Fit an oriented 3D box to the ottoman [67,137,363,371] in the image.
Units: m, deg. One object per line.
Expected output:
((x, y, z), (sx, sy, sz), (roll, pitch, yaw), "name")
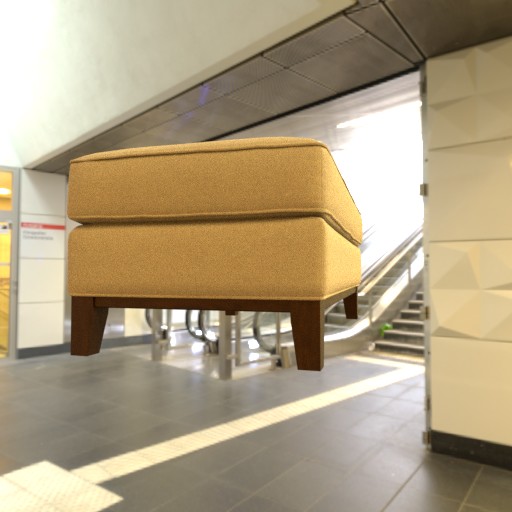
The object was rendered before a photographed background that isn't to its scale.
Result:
((0.000, 0.000, 1.500), (0.648, 0.508, 1.143), (-1, -2, 17), "ottoman")
